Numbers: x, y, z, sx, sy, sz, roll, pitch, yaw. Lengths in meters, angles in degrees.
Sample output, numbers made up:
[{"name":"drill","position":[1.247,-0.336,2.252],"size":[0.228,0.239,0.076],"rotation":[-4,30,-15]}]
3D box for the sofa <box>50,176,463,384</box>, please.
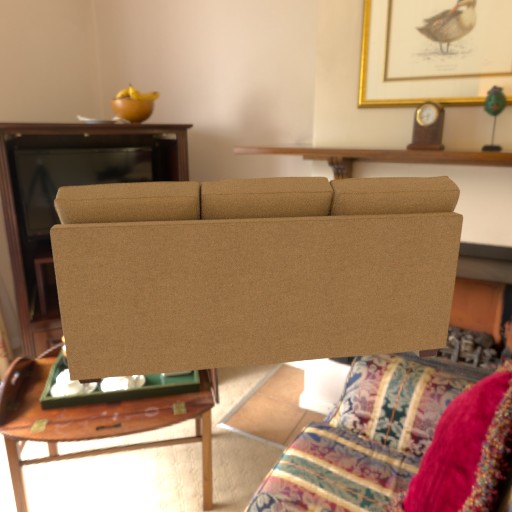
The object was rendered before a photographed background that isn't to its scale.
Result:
[{"name":"sofa","position":[0.000,0.000,2.778],"size":[2.092,1.036,1.127],"rotation":[-3,16,-10]}]
